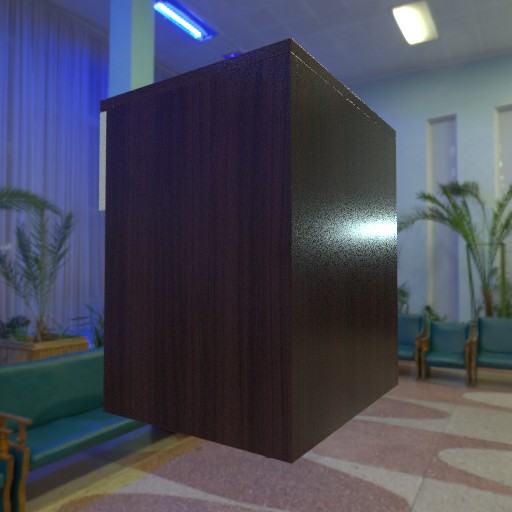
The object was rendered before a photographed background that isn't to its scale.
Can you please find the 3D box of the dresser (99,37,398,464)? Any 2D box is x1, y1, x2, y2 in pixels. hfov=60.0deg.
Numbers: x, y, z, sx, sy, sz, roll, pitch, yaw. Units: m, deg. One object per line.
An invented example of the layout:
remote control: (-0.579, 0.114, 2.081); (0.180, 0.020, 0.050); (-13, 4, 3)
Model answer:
dresser: (0.000, 0.000, 0.752); (0.360, 0.470, 0.400); (-1, -2, 34)
